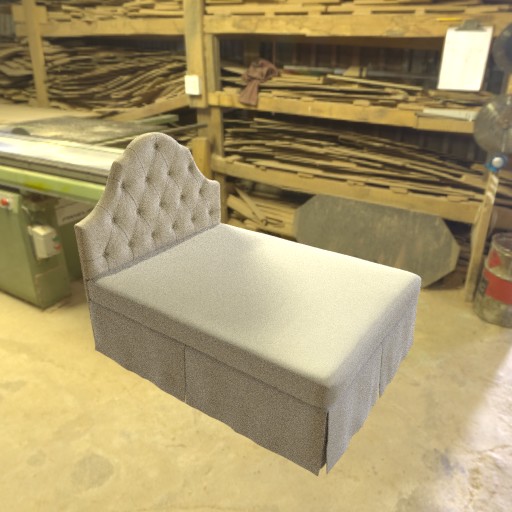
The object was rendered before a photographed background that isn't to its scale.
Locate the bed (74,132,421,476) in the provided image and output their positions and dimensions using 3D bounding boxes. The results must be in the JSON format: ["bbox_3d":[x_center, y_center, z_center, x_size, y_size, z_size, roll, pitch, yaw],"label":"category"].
[{"bbox_3d":[0.000,0.000,3.245,2.092,1.575,1.627,16,29,32],"label":"bed"}]
